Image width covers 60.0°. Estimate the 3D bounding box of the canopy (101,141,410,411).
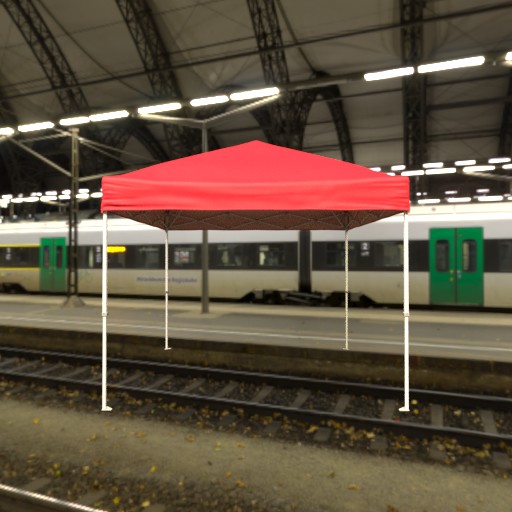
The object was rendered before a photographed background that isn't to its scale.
[{"bbox_3d":[0.000,0.000,5.754,2.998,2.997,2.996,0,0,0],"label":"canopy"}]
